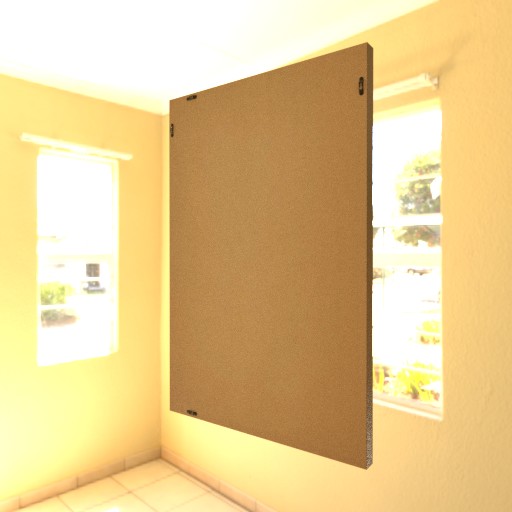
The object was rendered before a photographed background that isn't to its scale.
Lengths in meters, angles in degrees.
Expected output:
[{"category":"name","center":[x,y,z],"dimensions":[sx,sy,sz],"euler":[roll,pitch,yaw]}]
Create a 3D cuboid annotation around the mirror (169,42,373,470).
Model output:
[{"category":"mirror","center":[0.000,0.000,1.139],"dimensions":[0.609,0.915,0.040],"euler":[0,0,36]}]
